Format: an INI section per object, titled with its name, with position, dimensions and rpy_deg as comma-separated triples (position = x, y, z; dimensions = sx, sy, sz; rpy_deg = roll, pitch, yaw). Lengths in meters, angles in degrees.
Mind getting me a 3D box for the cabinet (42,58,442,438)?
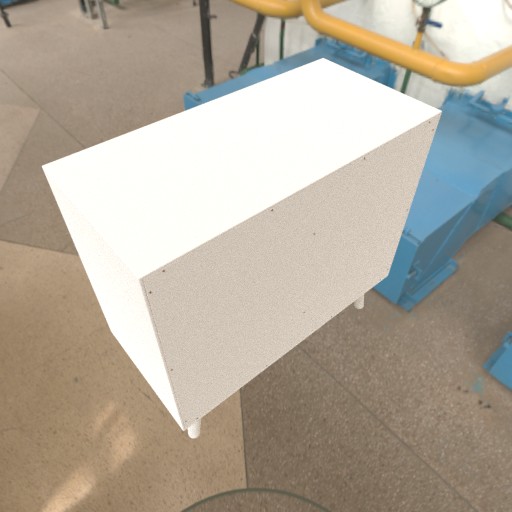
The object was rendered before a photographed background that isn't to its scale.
[cabinet]
position = 0.000, 0.000, 1.236
dimensions = 0.800, 0.761, 0.398
rpy_deg = -31, 54, -26
